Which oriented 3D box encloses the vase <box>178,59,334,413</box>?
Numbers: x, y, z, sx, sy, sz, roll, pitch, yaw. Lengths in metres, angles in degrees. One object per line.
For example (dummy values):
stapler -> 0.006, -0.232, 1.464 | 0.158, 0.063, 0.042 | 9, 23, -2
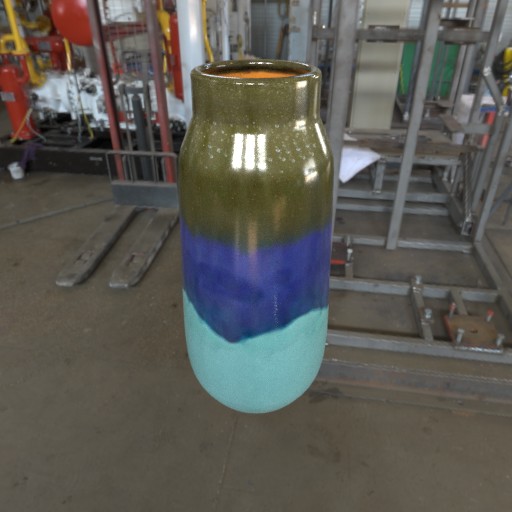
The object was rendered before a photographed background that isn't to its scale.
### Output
vase -> 0.000, 0.000, 0.395 | 0.139, 0.313, 0.139 | 0, 31, 0
